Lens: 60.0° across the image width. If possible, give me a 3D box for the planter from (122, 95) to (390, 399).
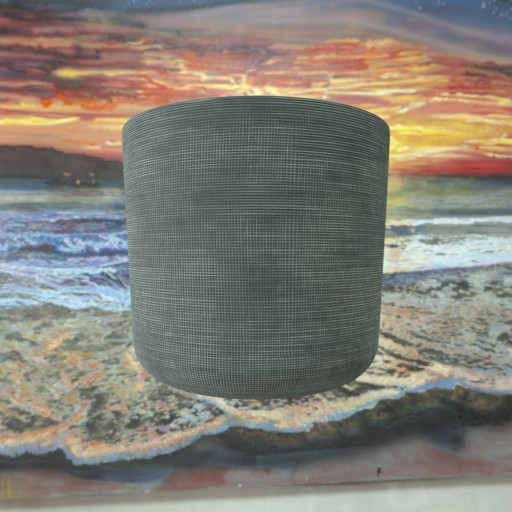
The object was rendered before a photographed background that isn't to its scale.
[{"bbox_3d":[0.000,0.000,0.762,0.440,0.398,0.440,0,1,0],"label":"planter"}]
